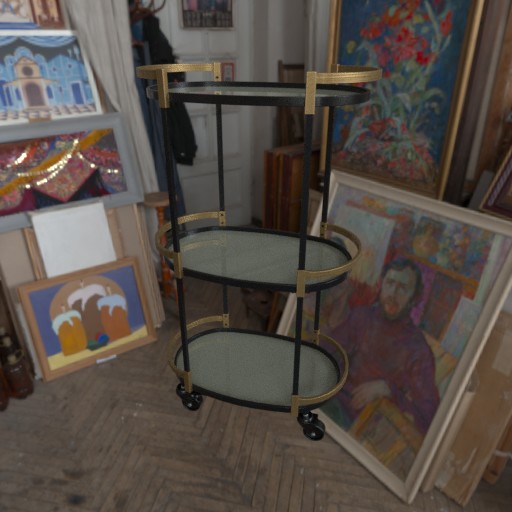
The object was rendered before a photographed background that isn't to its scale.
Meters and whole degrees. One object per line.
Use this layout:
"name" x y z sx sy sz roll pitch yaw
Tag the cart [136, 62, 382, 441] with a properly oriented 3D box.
"cart" 0.000 0.000 1.123 0.515 0.885 0.311 8 27 16
